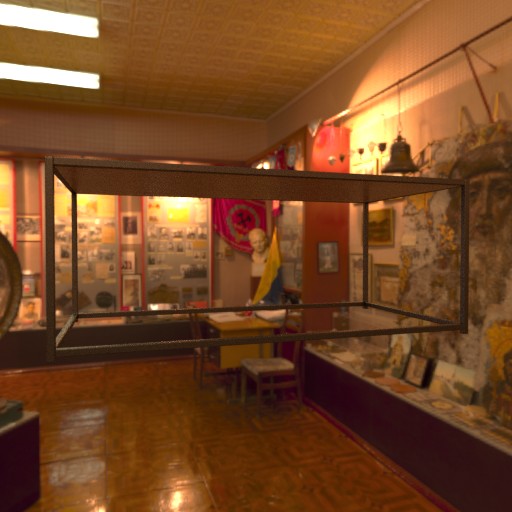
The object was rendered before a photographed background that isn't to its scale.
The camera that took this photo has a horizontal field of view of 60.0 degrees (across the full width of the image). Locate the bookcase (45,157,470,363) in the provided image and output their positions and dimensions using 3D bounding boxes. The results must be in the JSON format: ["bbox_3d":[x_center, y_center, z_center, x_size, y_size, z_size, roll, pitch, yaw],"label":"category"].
[{"bbox_3d":[0.000,0.000,1.237,1.000,0.400,0.500,0,1,-17],"label":"bookcase"}]
